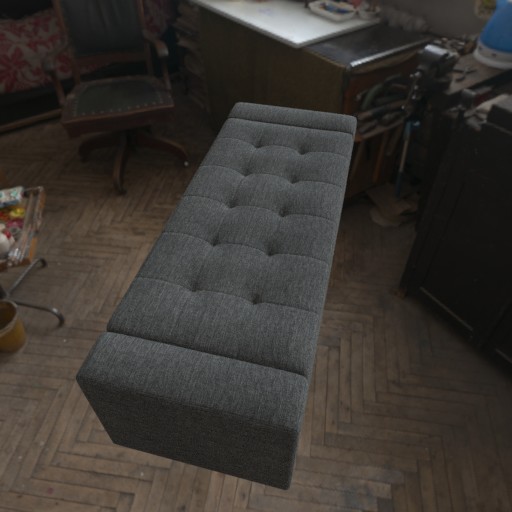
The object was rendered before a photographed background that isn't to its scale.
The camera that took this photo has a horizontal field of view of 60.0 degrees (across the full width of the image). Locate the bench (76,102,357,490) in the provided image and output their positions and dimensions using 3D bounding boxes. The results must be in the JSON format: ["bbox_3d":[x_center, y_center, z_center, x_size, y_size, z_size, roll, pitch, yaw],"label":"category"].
[{"bbox_3d":[0.000,0.000,1.503,0.508,0.445,1.296,10,47,10],"label":"bench"}]
